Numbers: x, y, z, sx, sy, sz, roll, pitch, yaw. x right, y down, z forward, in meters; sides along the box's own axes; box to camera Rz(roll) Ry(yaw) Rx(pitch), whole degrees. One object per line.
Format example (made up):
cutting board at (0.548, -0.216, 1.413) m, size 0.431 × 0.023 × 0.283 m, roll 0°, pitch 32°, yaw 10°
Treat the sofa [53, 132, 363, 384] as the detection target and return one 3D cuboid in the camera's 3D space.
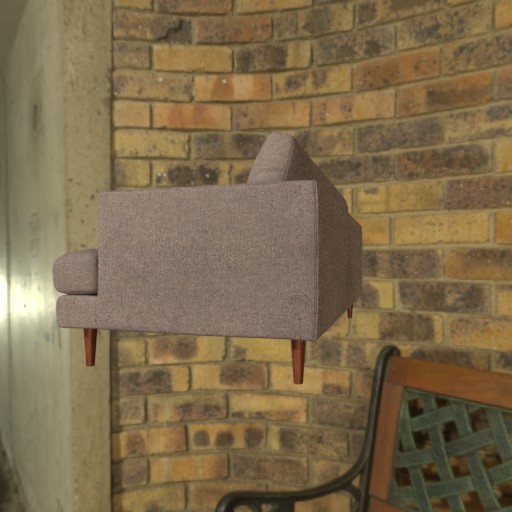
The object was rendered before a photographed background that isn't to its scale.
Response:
sofa at (0.000, 0.000, 2.450) m, size 1.020 × 0.868 × 1.948 m, roll 0°, pitch -1°, yaw 17°
